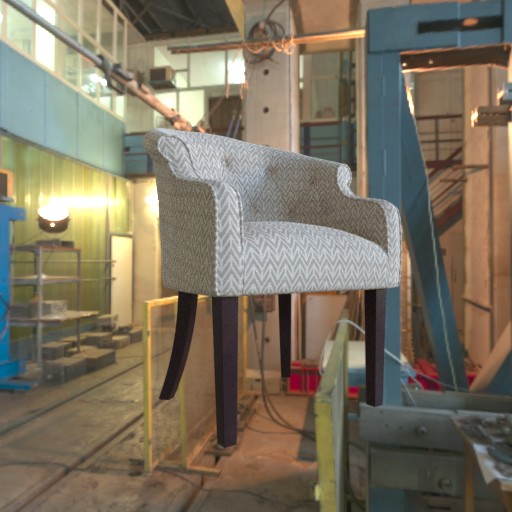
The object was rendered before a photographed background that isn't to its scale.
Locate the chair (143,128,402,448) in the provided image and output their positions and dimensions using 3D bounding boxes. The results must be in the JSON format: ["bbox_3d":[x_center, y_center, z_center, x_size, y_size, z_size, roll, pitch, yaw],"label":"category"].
[{"bbox_3d":[0.000,0.000,1.346,0.686,0.858,0.613,0,-1,-34],"label":"chair"}]
